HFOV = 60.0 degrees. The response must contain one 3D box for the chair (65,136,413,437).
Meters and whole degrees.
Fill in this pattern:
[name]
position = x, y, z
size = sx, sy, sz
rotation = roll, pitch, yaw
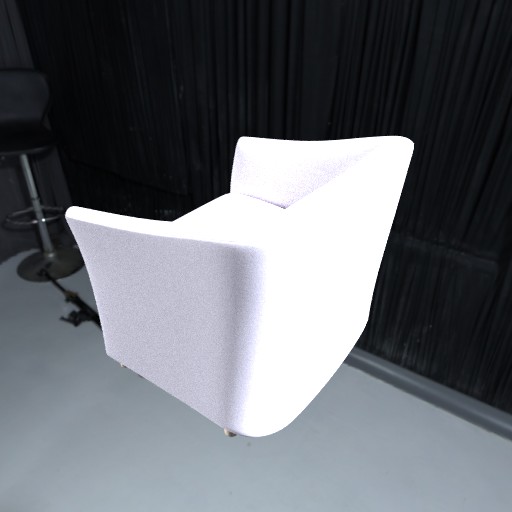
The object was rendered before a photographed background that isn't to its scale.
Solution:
[chair]
position = 0.000, 0.000, 1.377
size = 0.700, 0.720, 0.790
rotation = 21, 38, 30
